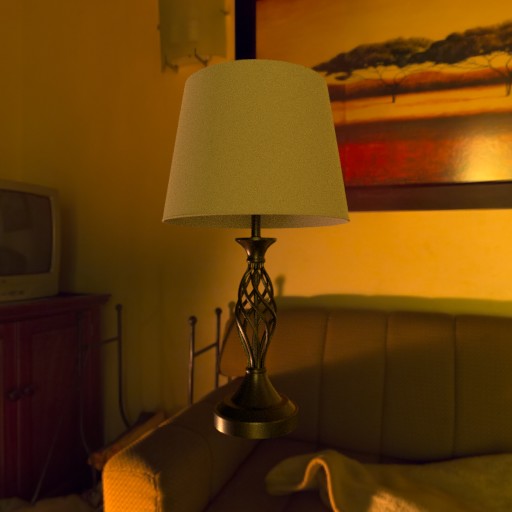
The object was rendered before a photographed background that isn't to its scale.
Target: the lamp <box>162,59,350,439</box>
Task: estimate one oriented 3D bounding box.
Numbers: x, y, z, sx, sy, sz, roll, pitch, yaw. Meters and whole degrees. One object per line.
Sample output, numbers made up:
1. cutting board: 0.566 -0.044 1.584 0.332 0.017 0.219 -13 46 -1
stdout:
1. lamp: 0.000 0.000 0.795 0.331 0.594 0.331 0 0 0
